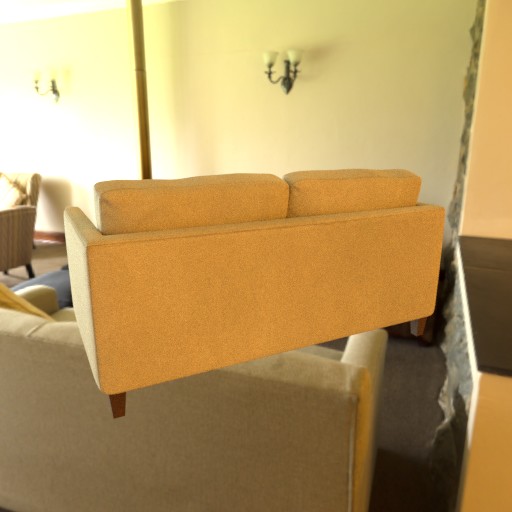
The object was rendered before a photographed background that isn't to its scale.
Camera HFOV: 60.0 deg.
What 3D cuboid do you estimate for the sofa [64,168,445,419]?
[{"bbox_3d":[0.000,0.000,2.419,1.846,0.940,0.950,-8,17,-26],"label":"sofa"}]
